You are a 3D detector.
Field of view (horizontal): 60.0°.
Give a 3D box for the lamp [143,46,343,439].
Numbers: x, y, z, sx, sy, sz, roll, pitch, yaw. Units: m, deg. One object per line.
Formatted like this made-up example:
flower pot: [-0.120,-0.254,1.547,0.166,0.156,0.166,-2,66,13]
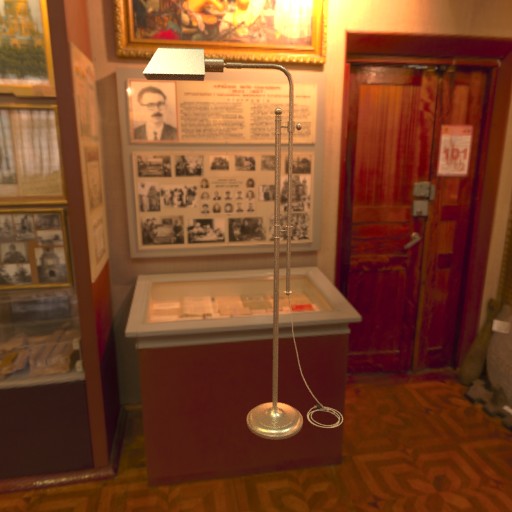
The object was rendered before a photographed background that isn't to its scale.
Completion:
lamp: [0.000,0.000,1.828,0.813,1.571,0.256,-2,14,-8]
